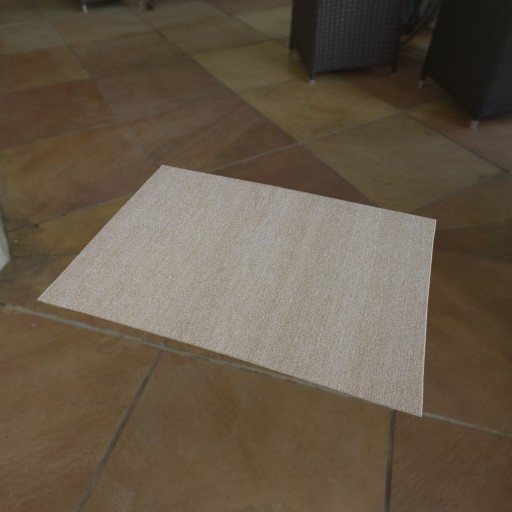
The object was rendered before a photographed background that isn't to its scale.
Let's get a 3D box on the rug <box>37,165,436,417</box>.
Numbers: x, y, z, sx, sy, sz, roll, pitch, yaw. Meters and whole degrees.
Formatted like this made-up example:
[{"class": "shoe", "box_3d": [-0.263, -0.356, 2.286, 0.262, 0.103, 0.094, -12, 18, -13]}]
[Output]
[{"class": "rug", "box_3d": [0.000, 0.000, 3.760, 2.869, 0.038, 2.032, 14, 45, 14]}]
